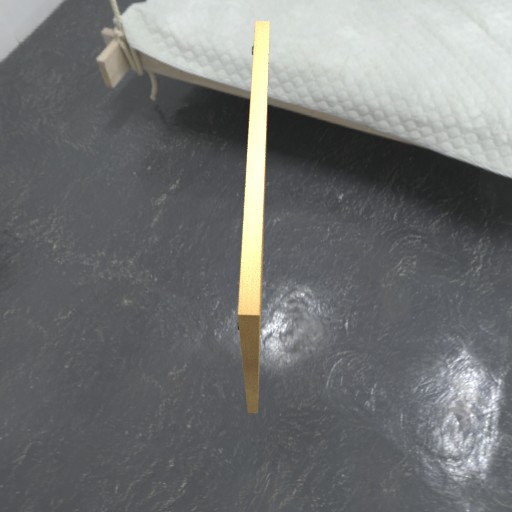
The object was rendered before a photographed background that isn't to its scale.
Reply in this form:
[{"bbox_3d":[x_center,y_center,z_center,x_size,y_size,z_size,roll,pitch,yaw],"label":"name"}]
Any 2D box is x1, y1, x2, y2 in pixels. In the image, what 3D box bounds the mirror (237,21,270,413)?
[{"bbox_3d":[0.000,0.000,1.353,0.041,1.016,0.762,2,62,1],"label":"mirror"}]
